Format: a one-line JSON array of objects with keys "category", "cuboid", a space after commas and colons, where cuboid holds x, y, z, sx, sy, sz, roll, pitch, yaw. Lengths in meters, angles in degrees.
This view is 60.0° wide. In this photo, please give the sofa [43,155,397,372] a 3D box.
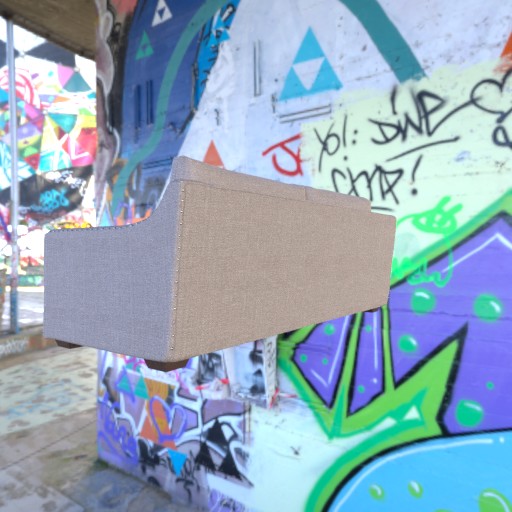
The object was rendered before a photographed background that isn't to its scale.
[{"category": "sofa", "cuboid": [0.000, 0.000, 2.738, 1.000, 0.857, 2.208, 1, 1, 37]}]
